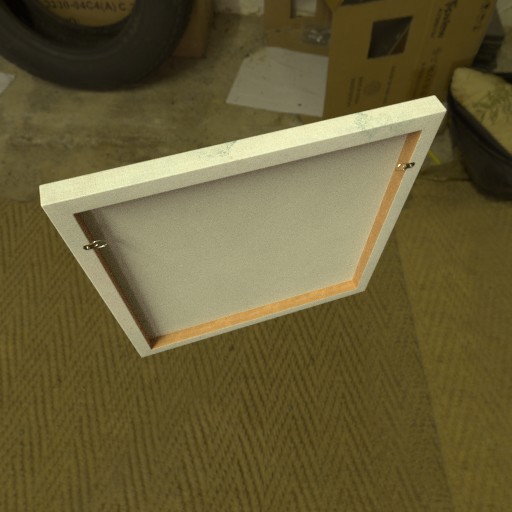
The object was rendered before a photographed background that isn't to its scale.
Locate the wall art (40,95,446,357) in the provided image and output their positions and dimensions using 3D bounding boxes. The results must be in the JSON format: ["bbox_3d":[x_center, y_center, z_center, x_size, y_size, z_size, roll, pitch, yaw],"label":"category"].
[{"bbox_3d":[0.000,0.000,0.906,0.612,0.612,0.040,-15,60,-9],"label":"wall art"}]
